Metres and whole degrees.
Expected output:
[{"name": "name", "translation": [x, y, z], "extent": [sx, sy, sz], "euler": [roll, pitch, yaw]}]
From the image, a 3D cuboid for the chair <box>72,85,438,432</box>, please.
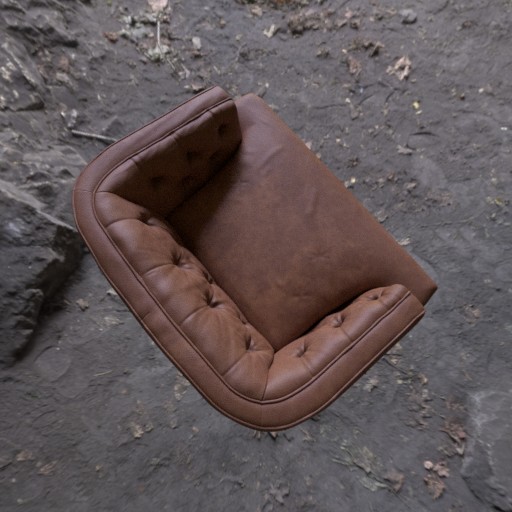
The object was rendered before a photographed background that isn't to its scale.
[{"name": "chair", "translation": [0.000, 0.000, 1.739], "extent": [0.911, 0.836, 1.119], "euler": [-39, 79, -9]}]
